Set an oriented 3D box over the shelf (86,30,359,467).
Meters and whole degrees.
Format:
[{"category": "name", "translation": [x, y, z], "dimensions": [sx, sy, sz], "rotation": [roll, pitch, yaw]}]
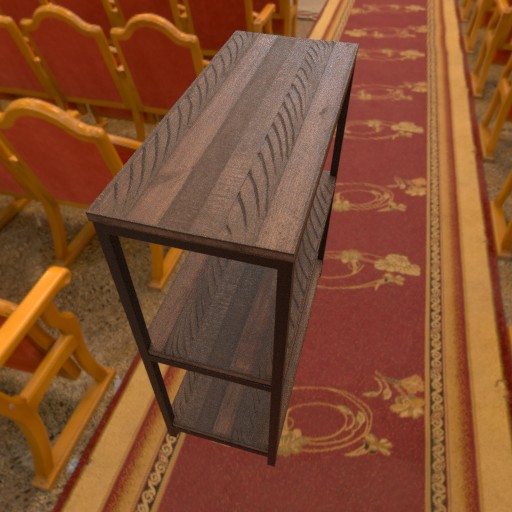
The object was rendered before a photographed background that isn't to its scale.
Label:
[{"category": "shelf", "translation": [0.000, 0.000, 1.313], "dimensions": [0.352, 0.947, 0.822], "rotation": [12, 48, 11]}]
